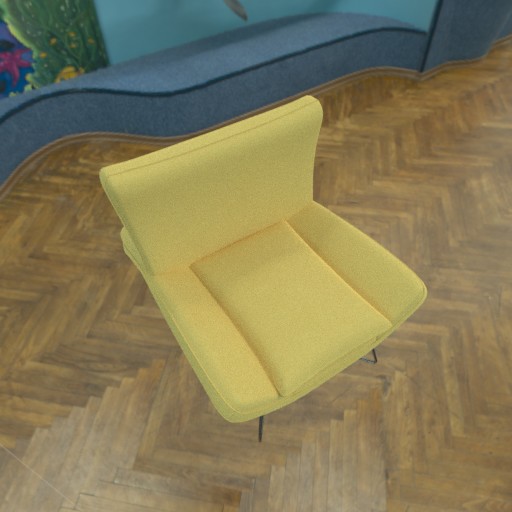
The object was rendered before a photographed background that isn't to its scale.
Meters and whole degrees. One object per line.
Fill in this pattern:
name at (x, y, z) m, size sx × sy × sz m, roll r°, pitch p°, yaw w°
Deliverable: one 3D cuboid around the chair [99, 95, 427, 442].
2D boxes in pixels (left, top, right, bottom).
chair at (0.000, 0.000, 1.690) m, size 0.859 × 0.855 × 1.008 m, roll -26°, pitch 53°, yaw -22°
